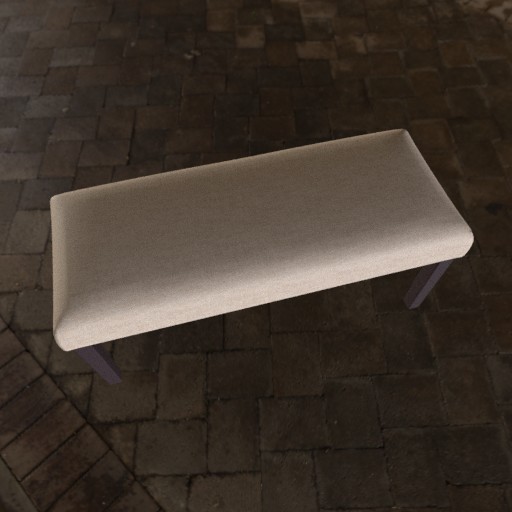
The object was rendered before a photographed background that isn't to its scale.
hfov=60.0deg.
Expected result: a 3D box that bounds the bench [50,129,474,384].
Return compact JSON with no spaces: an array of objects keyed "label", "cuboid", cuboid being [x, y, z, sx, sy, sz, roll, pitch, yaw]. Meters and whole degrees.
[{"label":"bench","cuboid":[0.000,0.000,1.270,1.013,0.456,0.407,-13,59,-8]}]
